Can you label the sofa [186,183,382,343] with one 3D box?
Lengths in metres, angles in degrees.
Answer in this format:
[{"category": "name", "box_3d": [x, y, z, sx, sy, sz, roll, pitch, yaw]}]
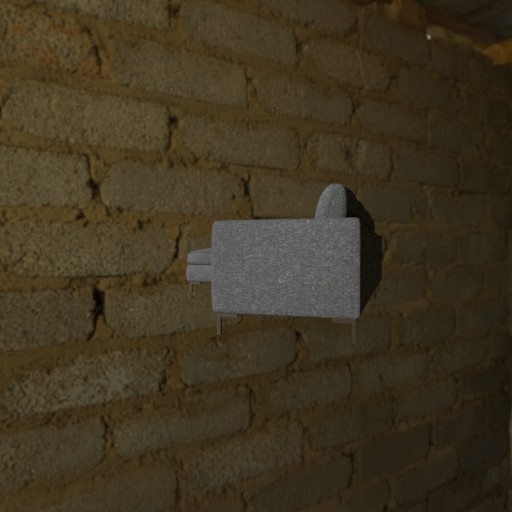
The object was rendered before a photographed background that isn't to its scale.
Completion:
[{"category": "sofa", "box_3d": [0.000, 0.000, 3.839, 2.007, 0.815, 2.949, 0, 1, 18]}]
